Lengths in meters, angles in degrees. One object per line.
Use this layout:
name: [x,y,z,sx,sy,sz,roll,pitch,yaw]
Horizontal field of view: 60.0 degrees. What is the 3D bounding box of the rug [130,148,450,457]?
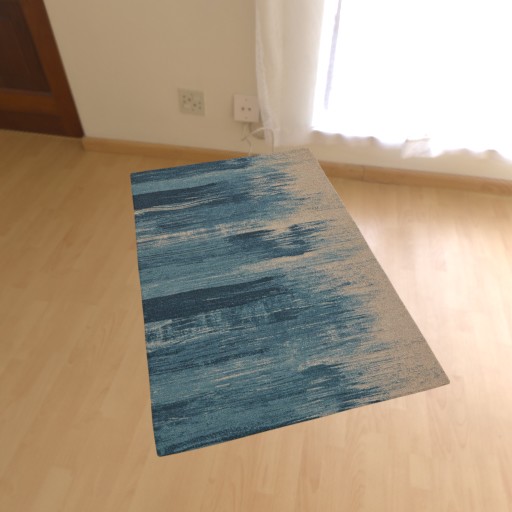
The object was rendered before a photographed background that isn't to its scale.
rug: [0.000,0.000,2.359,1.232,0.009,1.836,-10,47,-10]
